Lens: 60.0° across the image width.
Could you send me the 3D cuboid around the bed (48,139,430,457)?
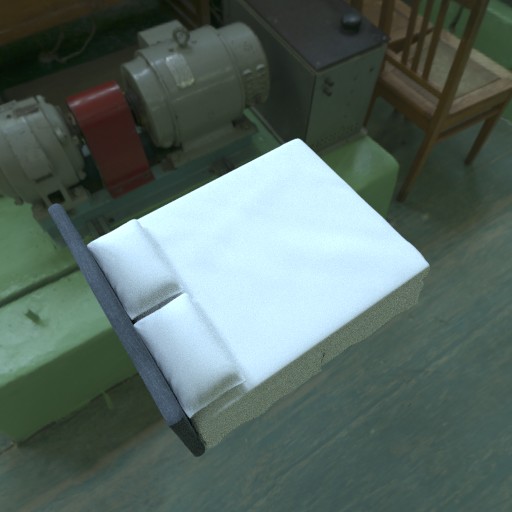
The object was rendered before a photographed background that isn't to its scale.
[{"bbox_3d":[0.000,0.000,4.059,2.689,1.457,2.161,-31,64,-17],"label":"bed"}]
